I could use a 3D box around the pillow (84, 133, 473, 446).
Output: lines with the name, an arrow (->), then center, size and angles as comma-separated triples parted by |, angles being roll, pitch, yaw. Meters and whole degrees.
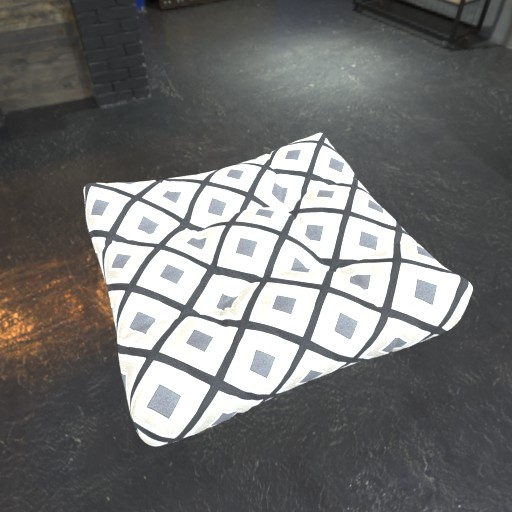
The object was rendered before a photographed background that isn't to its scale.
pillow -> 0.000, 0.000, 0.727 | 0.490, 0.128, 0.468 | -17, 49, -15
